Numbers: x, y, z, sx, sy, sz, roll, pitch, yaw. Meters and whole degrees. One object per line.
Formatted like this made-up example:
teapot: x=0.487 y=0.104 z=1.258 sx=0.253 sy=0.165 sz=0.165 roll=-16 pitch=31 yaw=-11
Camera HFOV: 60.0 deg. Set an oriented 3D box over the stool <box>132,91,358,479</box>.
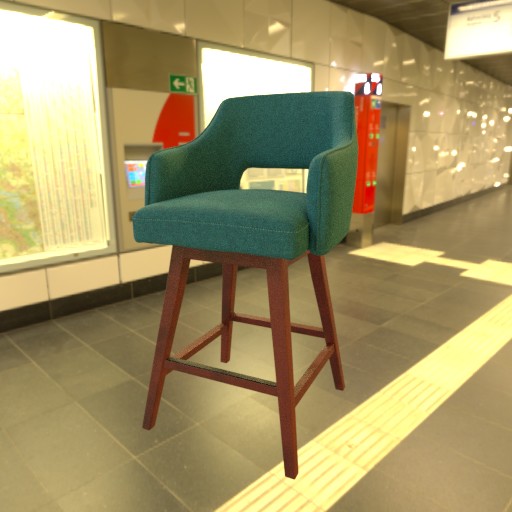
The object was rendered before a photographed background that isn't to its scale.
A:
stool: x=0.000 y=0.000 z=1.306 sx=0.548 sy=0.961 sz=0.556 roll=7 pitch=15 yaw=25
